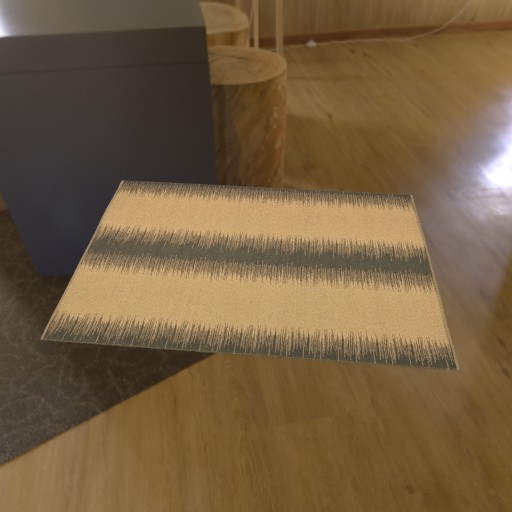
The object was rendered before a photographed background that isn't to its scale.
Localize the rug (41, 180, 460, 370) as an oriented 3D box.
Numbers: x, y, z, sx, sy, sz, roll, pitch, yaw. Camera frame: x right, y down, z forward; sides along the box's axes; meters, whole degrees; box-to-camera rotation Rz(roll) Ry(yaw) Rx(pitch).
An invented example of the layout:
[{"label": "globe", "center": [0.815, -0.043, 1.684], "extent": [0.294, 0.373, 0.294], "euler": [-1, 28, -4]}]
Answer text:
[{"label": "rug", "center": [0.000, 0.000, 2.375], "extent": [1.854, 0.006, 1.234], "euler": [3, 45, 3]}]
